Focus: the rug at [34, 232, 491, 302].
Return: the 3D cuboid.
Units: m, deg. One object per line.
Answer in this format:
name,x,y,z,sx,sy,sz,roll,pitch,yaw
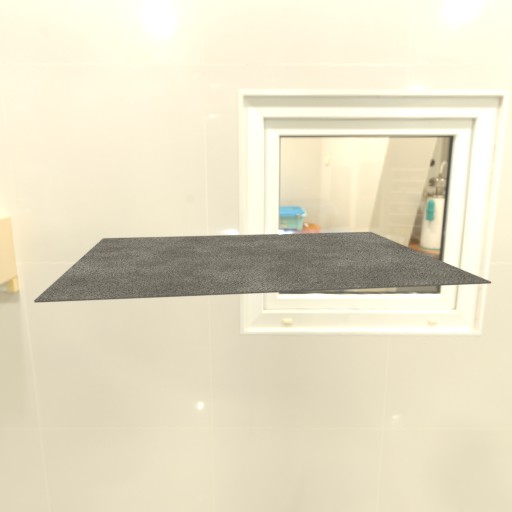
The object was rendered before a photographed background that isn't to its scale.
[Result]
rug,0.000,0.000,2.907,2.235,0.008,1.600,-2,13,-8
